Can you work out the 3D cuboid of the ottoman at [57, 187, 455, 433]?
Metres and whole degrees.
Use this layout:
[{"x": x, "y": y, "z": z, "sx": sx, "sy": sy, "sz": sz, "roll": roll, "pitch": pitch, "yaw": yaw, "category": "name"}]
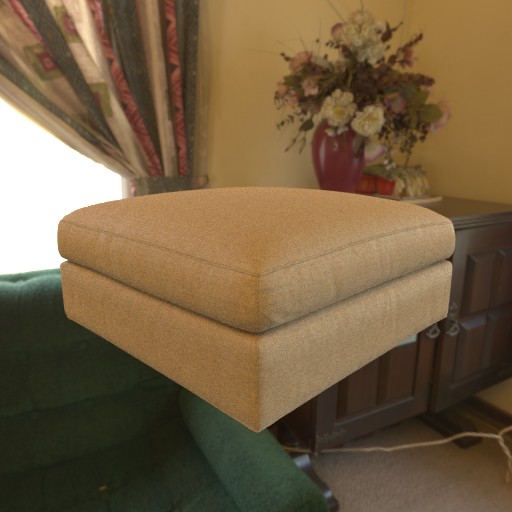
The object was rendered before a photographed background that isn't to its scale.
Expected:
[{"x": 0.000, "y": 0.000, "z": 1.609, "sx": 1.041, "sy": 0.470, "sz": 1.041, "roll": 13, "pitch": 18, "yaw": 43, "category": "ottoman"}]
